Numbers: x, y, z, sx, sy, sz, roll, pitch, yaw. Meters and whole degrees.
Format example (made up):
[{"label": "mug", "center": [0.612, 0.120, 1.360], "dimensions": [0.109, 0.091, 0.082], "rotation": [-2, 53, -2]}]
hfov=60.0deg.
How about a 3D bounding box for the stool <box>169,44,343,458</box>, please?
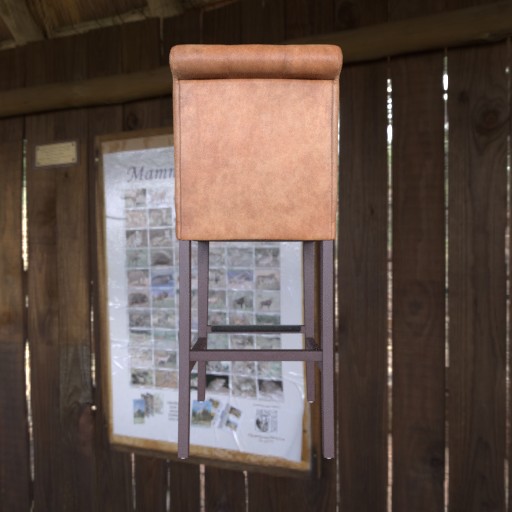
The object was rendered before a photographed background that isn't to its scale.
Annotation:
[{"label": "stool", "center": [0.000, 0.000, 1.453], "dimensions": [0.493, 1.140, 0.601], "rotation": [0, 0, 0]}]
